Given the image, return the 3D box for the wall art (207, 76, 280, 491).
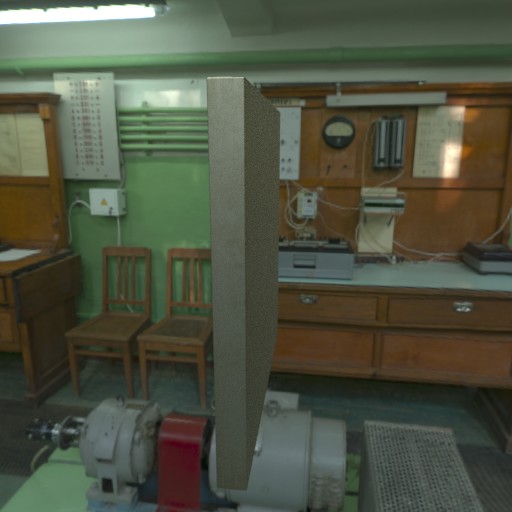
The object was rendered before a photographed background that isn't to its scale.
[{"bbox_3d":[0.000,0.000,0.761,0.040,0.506,0.503,2,14,7],"label":"wall art"}]
